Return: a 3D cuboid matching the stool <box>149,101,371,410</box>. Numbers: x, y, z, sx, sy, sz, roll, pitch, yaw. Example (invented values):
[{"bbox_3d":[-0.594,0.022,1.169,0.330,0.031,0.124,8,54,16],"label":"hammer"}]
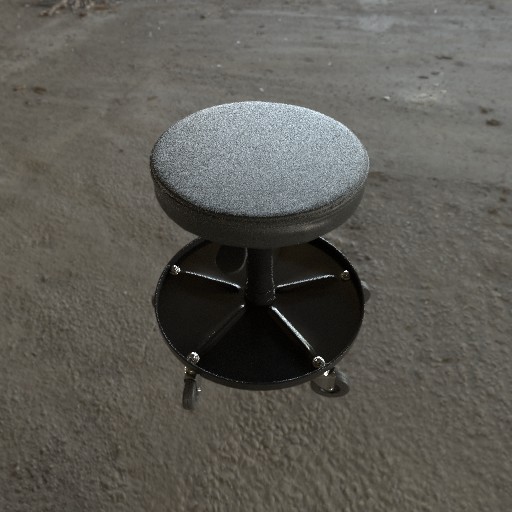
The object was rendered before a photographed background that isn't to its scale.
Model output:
[{"bbox_3d":[0.000,0.000,0.674,0.381,0.365,0.382,11,46,11],"label":"stool"}]
